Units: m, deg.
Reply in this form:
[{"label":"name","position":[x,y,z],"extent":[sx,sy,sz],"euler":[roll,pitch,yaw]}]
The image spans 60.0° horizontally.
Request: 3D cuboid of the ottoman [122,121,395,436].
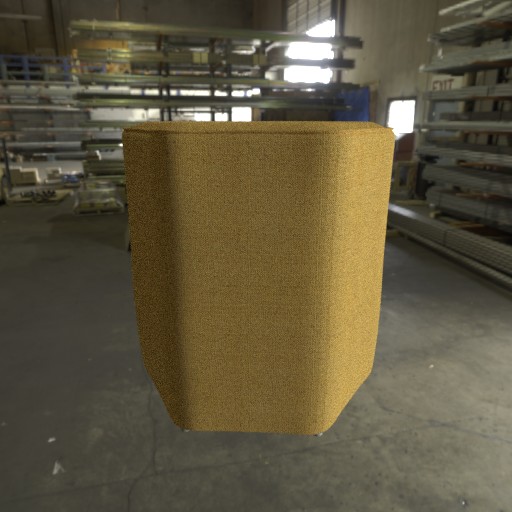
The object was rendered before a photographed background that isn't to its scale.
[{"label":"ottoman","position":[0.000,0.000,0.864],"extent":[0.443,0.502,0.494],"euler":[-9,19,-26]}]
